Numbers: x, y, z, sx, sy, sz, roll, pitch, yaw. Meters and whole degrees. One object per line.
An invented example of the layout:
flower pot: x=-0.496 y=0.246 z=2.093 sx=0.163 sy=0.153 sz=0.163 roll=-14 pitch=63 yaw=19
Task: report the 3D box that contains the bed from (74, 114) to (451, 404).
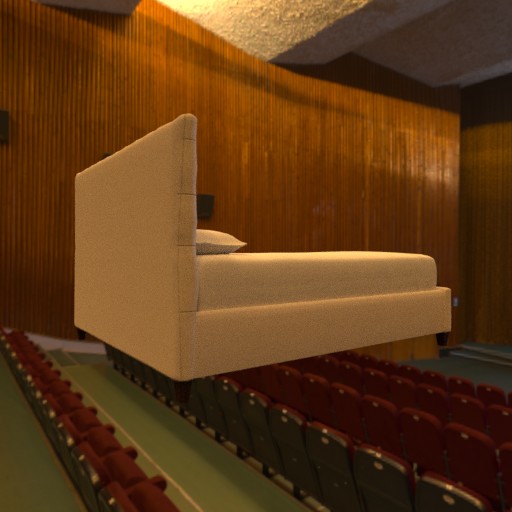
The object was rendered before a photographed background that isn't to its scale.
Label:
bed: x=0.000 y=0.000 z=3.662 sx=2.387 sy=1.427 sz=2.078 roll=0 pitch=1 yaw=-36
